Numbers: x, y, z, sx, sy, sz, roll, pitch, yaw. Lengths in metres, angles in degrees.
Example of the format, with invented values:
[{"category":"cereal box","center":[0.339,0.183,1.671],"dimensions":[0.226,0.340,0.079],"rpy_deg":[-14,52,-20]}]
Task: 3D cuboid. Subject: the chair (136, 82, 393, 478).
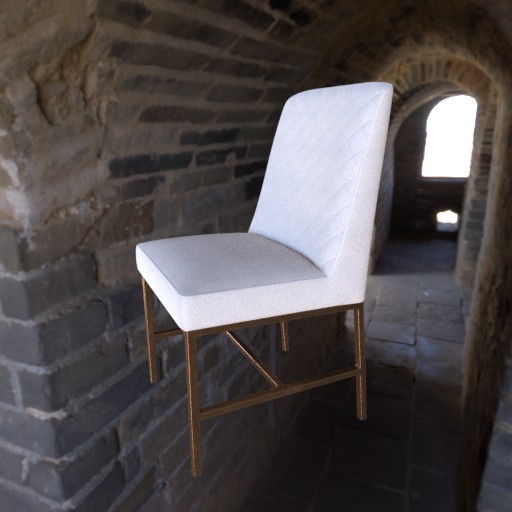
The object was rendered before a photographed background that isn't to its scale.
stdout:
[{"category":"chair","center":[0.000,0.000,1.273],"dimensions":[0.597,0.933,0.503],"rpy_deg":[-8,18,-24]}]
